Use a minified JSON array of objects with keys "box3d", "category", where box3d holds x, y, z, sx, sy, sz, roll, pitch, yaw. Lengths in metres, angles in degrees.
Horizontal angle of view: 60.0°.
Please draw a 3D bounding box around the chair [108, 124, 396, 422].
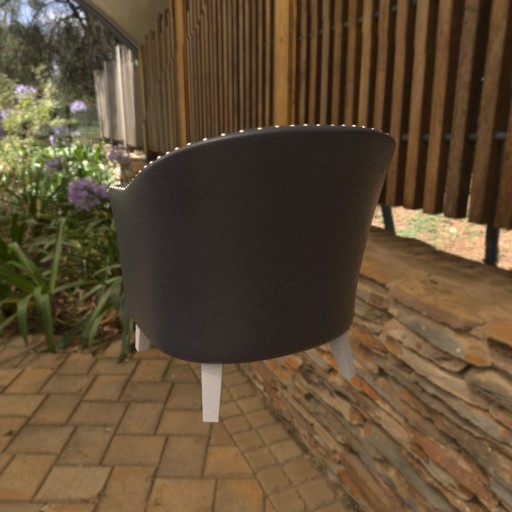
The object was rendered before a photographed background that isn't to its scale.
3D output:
[{"box3d":[0.000,0.000,1.466,0.794,0.823,0.748,-8,17,-27],"category":"chair"}]
